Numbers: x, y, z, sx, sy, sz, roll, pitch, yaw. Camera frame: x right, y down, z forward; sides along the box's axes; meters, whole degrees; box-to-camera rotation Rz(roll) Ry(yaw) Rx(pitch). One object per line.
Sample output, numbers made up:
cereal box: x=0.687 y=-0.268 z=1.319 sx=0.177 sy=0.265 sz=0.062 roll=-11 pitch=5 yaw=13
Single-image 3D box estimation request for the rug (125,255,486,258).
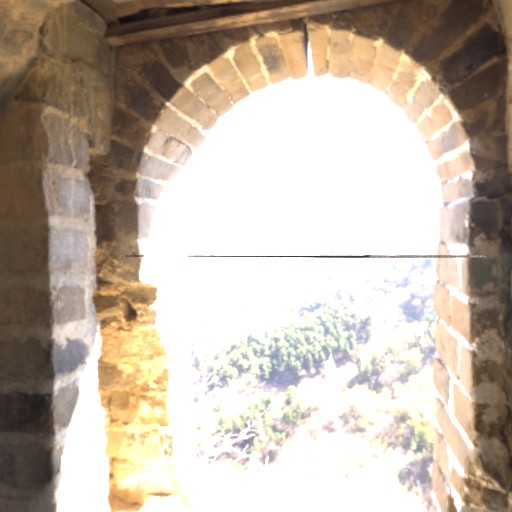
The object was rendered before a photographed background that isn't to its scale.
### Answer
rug: x=0.000 y=0.000 z=2.727 sx=0.807 sy=0.013 sz=2.436 roll=0 pitch=0 yaw=-36
